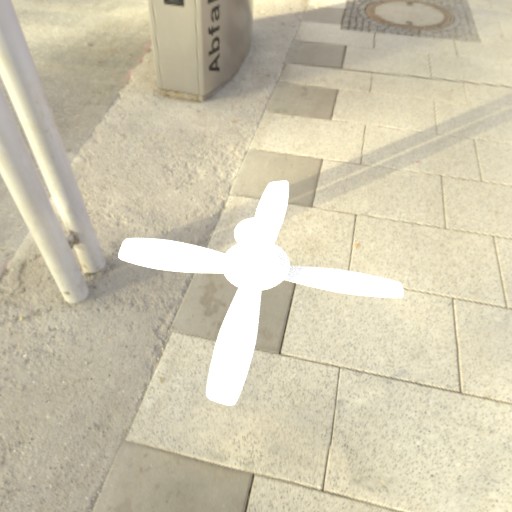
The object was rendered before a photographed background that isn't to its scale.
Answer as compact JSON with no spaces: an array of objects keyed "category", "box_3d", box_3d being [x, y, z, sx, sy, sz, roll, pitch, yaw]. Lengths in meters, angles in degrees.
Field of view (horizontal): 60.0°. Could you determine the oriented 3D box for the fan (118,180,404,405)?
[{"category":"fan","box_3d":[0.000,0.000,2.534,1.693,0.382,1.694,8,47,8]}]
